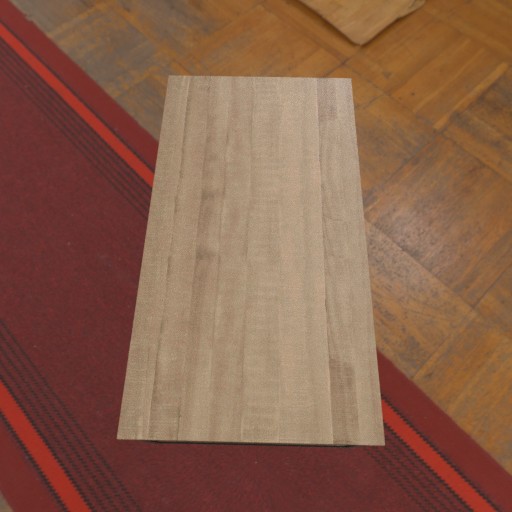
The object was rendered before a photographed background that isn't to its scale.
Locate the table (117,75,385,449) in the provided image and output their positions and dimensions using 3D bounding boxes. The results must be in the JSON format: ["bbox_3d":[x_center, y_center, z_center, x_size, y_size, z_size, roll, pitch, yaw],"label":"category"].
[{"bbox_3d":[0.000,0.000,1.349,0.574,0.393,1.062,1,65,1],"label":"table"}]
